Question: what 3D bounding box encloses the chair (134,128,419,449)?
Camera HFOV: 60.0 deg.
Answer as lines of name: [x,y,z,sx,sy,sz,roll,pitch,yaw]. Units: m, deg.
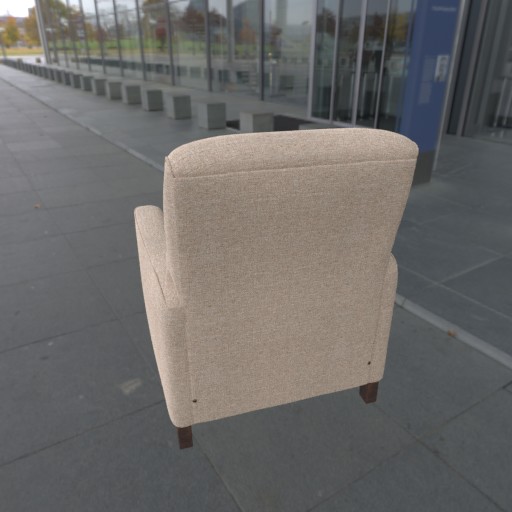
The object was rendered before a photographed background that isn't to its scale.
chair: [0.000,0.000,1.660,0.841,1.028,0.858,-8,27,-16]
